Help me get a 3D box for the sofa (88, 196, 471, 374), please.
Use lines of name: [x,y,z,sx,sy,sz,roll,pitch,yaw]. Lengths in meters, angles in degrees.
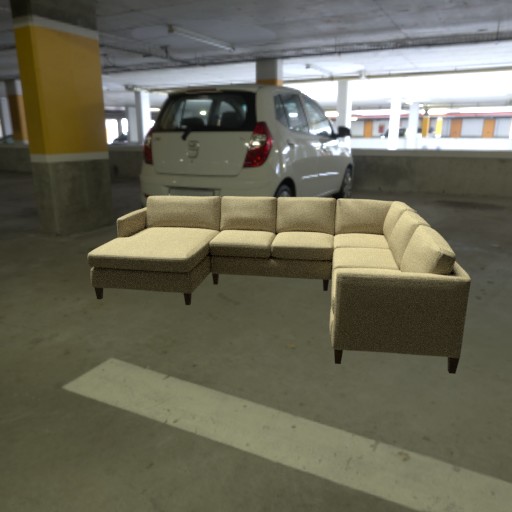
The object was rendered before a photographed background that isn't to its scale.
sofa: [0.000,0.000,4.565,3.460,0.959,2.593,3,16,9]
